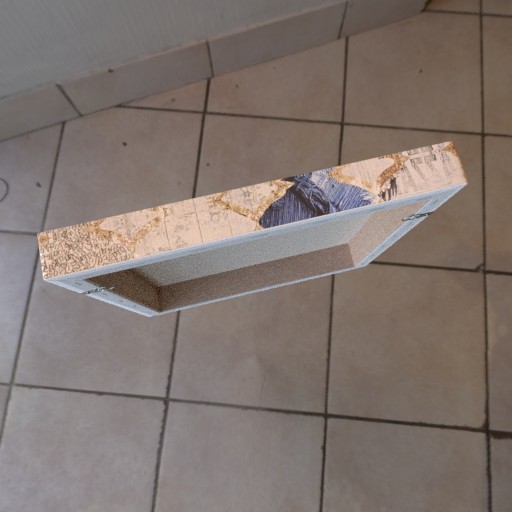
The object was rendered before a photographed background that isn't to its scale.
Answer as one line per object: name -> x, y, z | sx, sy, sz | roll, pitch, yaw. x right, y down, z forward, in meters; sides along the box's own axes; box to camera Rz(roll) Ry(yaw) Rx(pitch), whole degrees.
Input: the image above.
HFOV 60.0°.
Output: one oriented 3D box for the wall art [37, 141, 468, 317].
wall art -> 0.000, 0.000, 0.457 | 0.303, 0.304, 0.036 | -13, 78, -3
